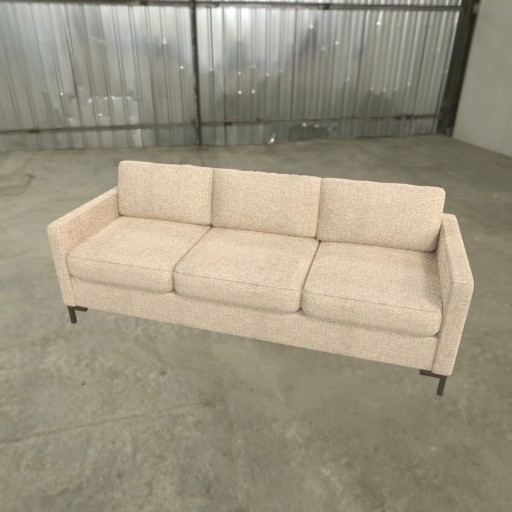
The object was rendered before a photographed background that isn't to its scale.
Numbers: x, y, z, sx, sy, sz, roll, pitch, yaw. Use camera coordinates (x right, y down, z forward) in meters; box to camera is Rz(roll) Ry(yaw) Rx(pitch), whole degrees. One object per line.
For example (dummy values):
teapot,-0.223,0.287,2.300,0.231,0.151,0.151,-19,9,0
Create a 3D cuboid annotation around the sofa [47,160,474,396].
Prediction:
sofa,0.000,0.000,2.635,2.218,0.874,0.859,8,28,15
